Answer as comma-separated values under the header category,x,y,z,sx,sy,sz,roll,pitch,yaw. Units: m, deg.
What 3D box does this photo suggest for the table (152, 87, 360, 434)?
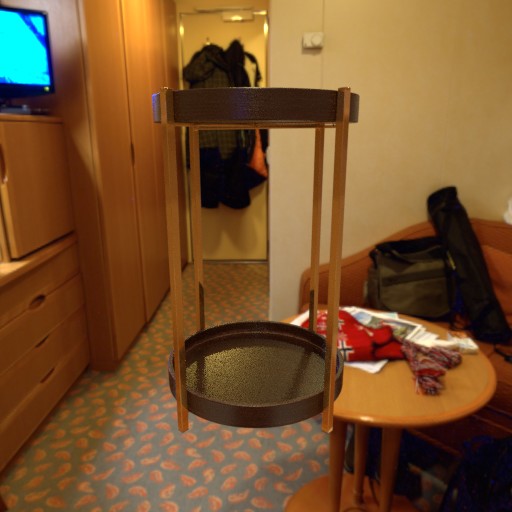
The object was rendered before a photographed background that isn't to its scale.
category,x,y,z,sx,sy,sz,roll,pitch,yaw
table,0.000,0.000,0.890,0.400,0.610,0.400,-15,21,-42
